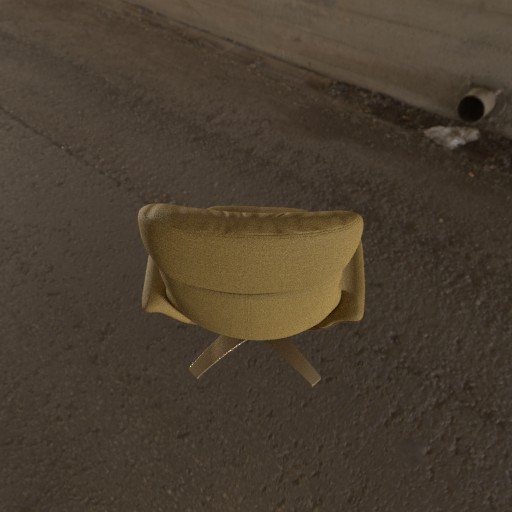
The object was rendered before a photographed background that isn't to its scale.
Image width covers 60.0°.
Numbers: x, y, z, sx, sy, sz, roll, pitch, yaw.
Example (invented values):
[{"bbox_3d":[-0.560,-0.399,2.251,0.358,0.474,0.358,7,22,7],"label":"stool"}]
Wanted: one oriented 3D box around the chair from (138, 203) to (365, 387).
[{"bbox_3d":[0.000,0.000,1.590,0.785,0.995,0.837,2,47,2],"label":"chair"}]
